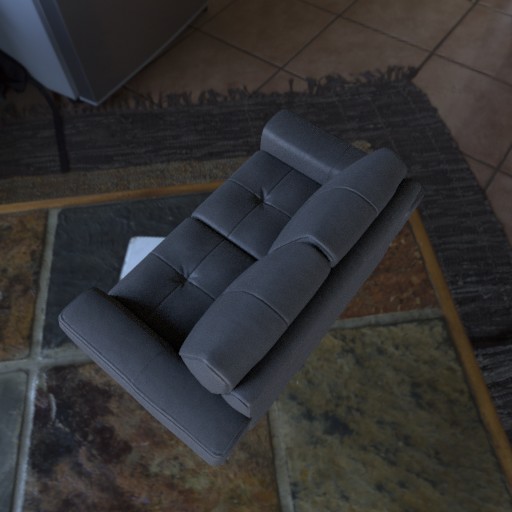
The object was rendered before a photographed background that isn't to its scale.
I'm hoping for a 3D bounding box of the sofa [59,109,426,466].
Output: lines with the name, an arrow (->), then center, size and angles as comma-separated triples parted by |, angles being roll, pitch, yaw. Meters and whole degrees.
sofa -> 0.000, 0.000, 2.319 | 1.018, 0.907, 1.806 | 35, 66, 18
